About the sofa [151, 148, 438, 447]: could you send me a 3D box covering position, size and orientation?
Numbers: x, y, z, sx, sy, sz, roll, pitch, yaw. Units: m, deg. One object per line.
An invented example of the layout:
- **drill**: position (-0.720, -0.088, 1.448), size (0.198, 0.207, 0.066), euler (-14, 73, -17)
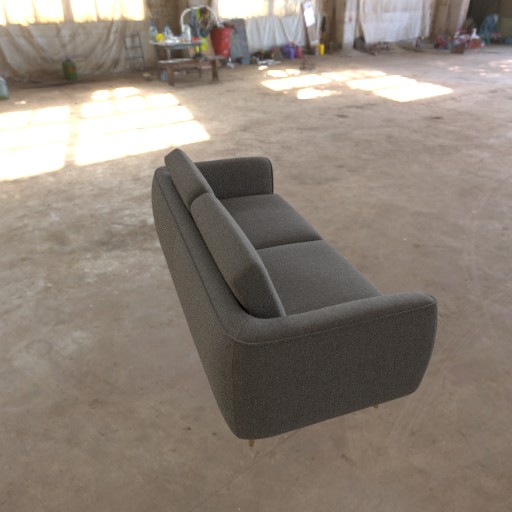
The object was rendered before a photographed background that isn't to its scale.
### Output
- **sofa**: position (0.000, 0.000, 2.462), size (0.920, 0.870, 2.000), euler (-10, 32, -17)
